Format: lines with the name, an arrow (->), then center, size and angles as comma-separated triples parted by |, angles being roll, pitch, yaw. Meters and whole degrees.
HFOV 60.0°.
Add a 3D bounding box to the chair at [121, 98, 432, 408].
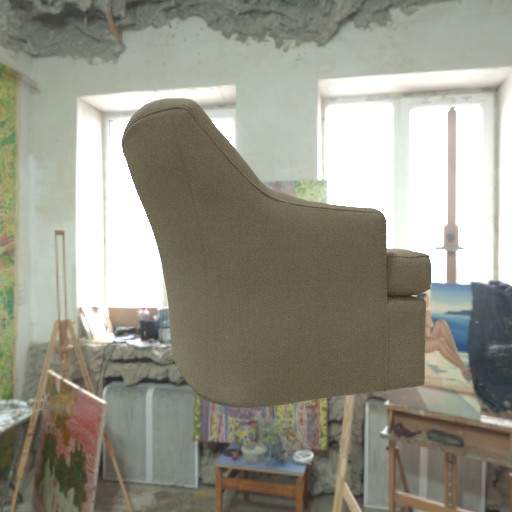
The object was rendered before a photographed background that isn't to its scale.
chair -> 0.000, 0.000, 1.586 | 0.923, 0.856, 0.864 | 0, 1, -18
